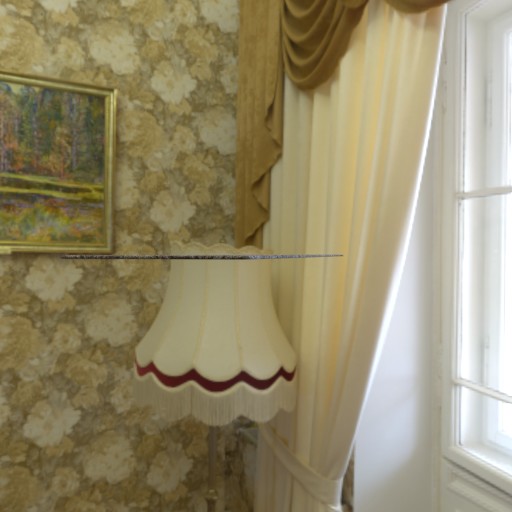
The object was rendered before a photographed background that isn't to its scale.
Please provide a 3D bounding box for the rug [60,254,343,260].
[{"bbox_3d":[0.000,0.000,2.542,0.719,0.013,2.305,0,0,18],"label":"rug"}]
